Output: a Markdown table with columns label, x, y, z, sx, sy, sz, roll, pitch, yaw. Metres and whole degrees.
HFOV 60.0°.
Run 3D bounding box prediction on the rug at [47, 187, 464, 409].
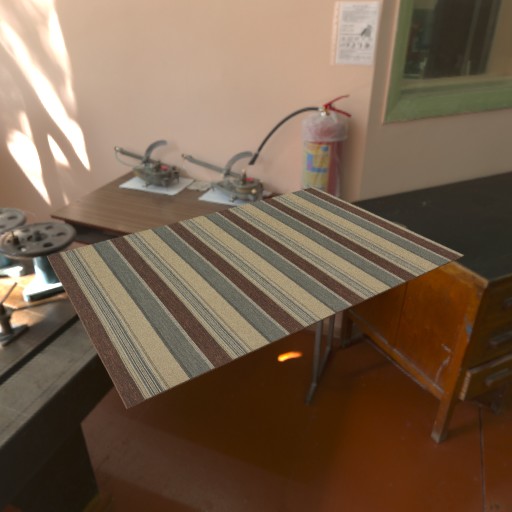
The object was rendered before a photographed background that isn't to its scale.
| label | x | y | z | sx | sy | sz | roll | pitch | yaw |
| --- | --- | --- | --- | --- | --- | --- | --- | --- | --- |
| rug | 0.000 | 0.000 | 2.328 | 1.829 | 0.008 | 1.219 | -18 | 34 | -29 |
